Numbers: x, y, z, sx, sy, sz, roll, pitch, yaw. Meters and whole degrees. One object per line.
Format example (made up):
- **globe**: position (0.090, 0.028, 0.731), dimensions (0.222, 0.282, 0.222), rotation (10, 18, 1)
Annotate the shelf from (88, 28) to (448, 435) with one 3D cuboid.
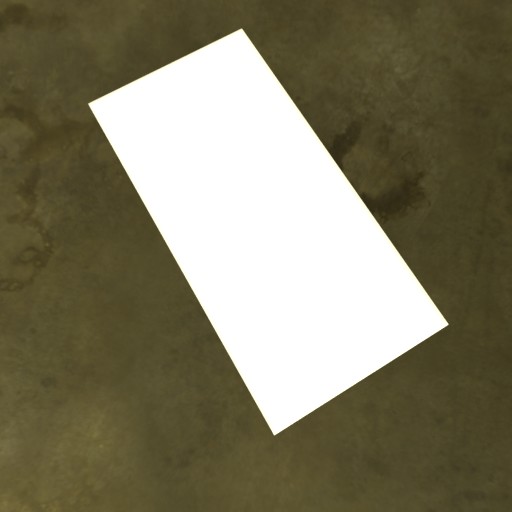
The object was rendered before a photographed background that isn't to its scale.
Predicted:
- **shelf**: position (0.000, 0.000, 1.291), dimensions (0.390, 0.786, 0.790), rotation (-30, 77, -8)
